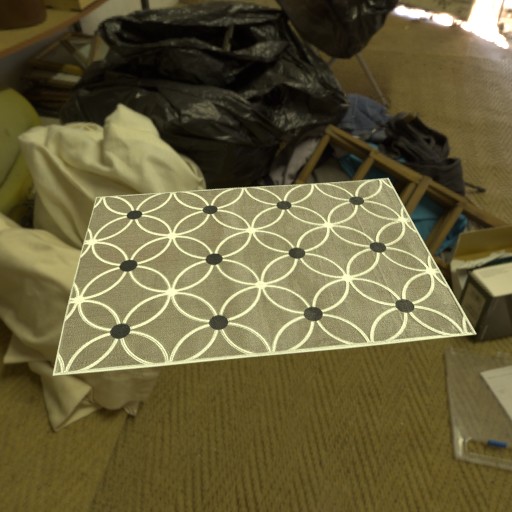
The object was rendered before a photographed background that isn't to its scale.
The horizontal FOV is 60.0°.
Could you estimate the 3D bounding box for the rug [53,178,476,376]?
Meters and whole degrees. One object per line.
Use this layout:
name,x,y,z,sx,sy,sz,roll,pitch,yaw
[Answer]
rug,0.000,0.000,2.891,2.284,0.008,1.522,-5,45,-5
